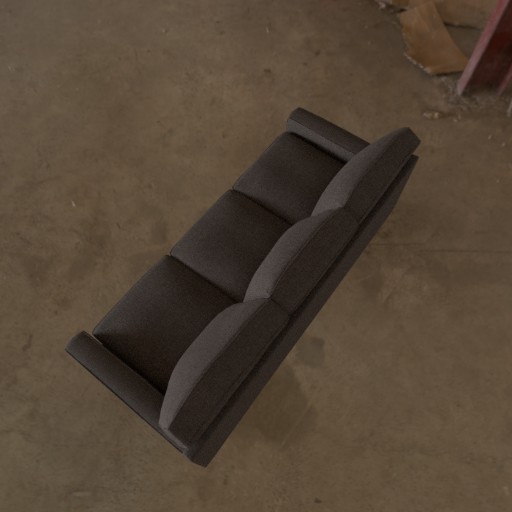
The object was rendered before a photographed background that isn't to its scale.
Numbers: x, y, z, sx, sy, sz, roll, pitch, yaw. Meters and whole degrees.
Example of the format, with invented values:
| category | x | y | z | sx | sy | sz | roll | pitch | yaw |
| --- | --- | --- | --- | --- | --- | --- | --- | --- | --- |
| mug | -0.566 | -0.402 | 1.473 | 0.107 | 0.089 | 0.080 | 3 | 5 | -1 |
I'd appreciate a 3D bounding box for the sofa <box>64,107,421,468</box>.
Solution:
| category | x | y | z | sx | sy | sz | roll | pitch | yaw |
| --- | --- | --- | --- | --- | --- | --- | --- | --- | --- |
| sofa | 0.000 | 0.000 | 2.897 | 1.004 | 0.978 | 2.369 | 34 | 68 | 16 |
